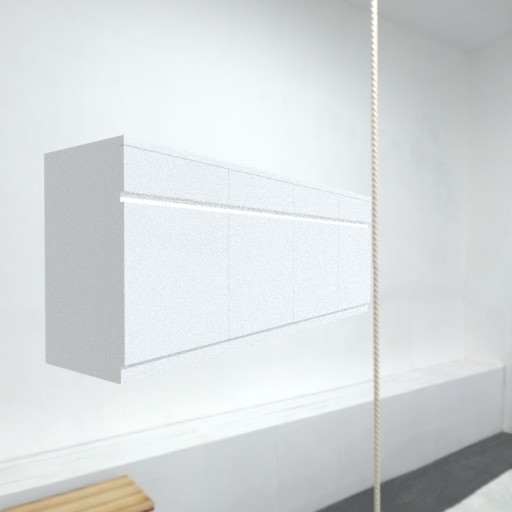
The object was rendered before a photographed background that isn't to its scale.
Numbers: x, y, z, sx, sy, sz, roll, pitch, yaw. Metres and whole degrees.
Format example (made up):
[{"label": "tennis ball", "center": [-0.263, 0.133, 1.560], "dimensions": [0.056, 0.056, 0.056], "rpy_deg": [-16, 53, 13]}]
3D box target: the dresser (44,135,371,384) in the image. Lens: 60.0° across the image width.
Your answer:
[{"label": "dresser", "center": [0.000, 0.000, 2.521], "dimensions": [0.500, 0.840, 2.200], "rpy_deg": [1, 1, 36]}]
